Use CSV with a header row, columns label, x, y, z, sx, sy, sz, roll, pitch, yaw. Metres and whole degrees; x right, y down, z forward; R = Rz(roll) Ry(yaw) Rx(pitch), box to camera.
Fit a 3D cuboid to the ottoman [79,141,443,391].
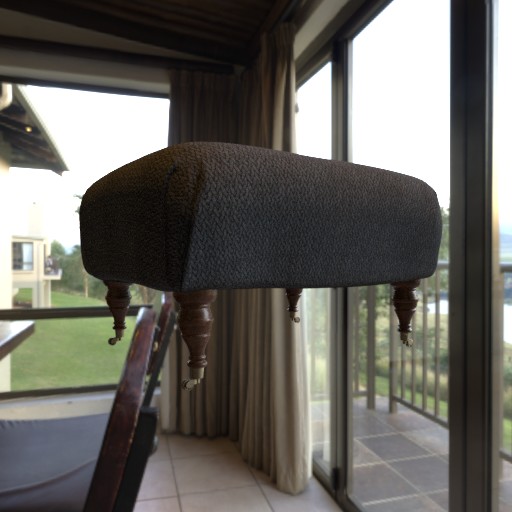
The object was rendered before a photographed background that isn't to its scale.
label,x,y,z,sx,sy,sz,roll,pitch,yaw
ottoman,0.000,0.000,1.109,0.747,0.450,0.622,-1,1,-34
